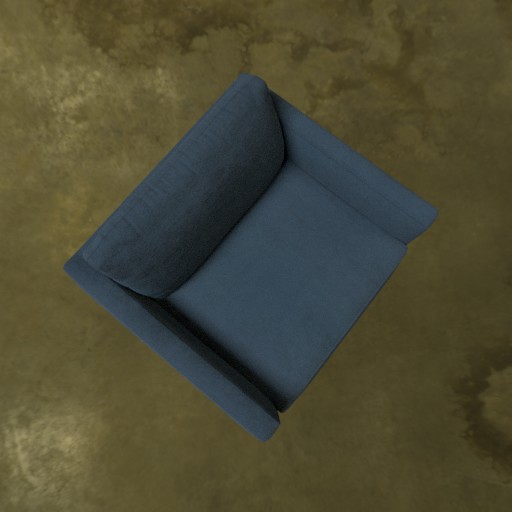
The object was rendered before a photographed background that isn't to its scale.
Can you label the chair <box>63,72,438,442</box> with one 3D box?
[{"bbox_3d":[0.000,0.000,1.654,0.875,0.812,0.964,38,80,8],"label":"chair"}]
